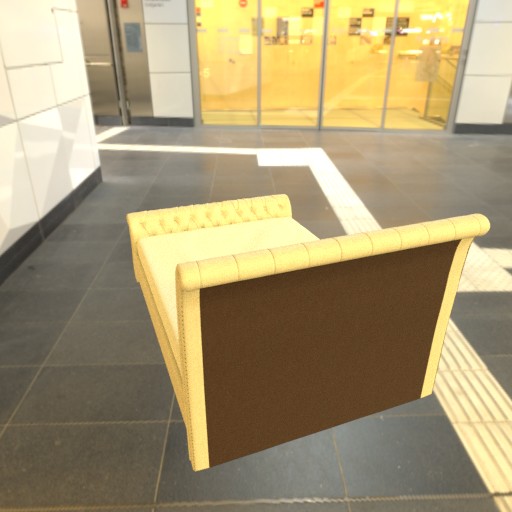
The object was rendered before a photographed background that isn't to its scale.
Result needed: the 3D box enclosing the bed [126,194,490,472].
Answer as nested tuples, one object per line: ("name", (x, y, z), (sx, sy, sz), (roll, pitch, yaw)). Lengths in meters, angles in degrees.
("bed", (0.000, 0.000, 3.296), (1.606, 1.268, 2.493), (-10, 28, -19))
